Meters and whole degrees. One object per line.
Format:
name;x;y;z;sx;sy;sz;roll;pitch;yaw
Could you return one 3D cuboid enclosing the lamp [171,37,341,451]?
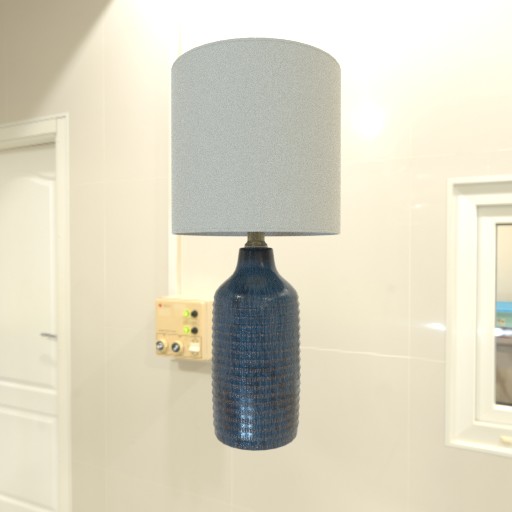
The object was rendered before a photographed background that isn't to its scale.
lamp;0.000;0.000;0.591;0.220;0.475;0.220;0;1;17
